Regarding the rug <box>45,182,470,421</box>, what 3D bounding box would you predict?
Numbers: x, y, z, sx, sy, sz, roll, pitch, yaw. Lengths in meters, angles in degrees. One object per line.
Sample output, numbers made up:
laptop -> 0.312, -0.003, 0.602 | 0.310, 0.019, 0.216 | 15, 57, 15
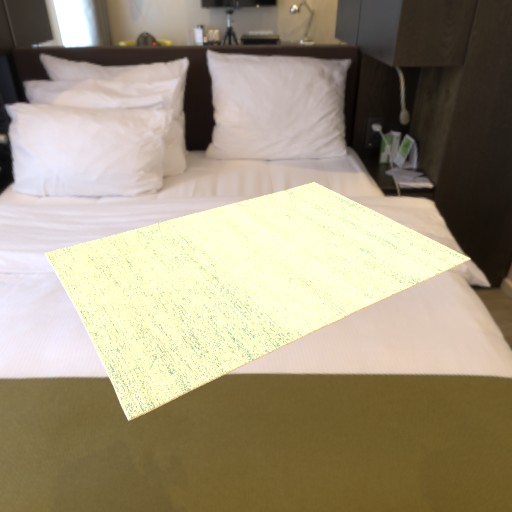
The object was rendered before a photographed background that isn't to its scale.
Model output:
rug -> 0.000, 0.000, 2.905 | 2.305, 0.029, 1.593 | -19, 36, -28
